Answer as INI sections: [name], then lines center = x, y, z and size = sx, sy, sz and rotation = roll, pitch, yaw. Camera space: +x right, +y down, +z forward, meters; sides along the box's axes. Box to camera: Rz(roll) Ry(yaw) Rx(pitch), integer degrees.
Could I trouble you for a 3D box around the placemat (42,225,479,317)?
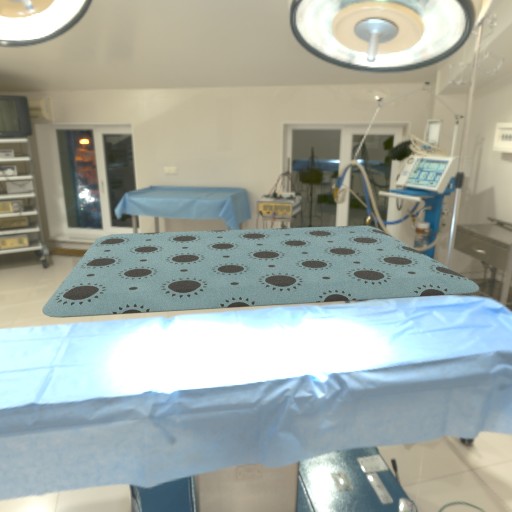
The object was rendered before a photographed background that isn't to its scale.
[placemat]
center = 0.000, 0.000, 0.975
size = 0.762, 0.021, 0.508
rotation = -2, 17, -8
